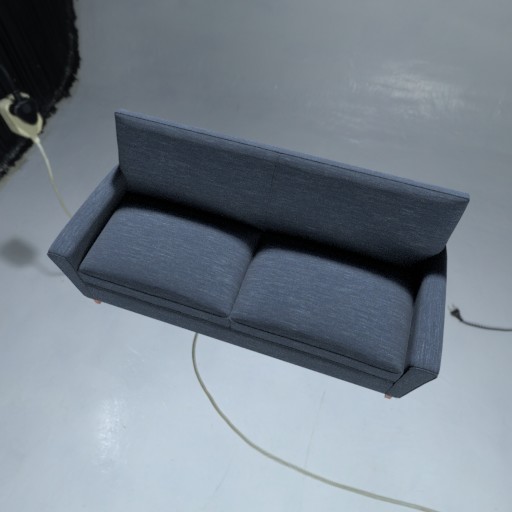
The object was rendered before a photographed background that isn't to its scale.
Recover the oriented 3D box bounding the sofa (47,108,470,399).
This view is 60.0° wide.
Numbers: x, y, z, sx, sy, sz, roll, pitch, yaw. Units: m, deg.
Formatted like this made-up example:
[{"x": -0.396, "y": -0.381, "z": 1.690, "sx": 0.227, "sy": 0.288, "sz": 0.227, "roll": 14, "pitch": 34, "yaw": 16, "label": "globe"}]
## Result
[{"x": 0.000, "y": 0.000, "z": 2.446, "sx": 1.976, "sy": 0.846, "sz": 0.875, "roll": 16, "pitch": 60, "yaw": 9, "label": "sofa"}]
